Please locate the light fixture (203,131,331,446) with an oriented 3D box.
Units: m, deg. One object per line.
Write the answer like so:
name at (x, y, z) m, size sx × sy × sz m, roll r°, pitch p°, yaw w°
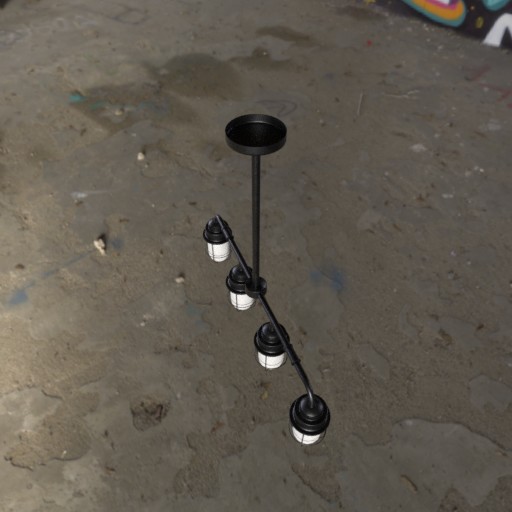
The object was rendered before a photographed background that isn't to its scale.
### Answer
light fixture at (0.000, 0.000, 1.225) m, size 0.131 × 0.785 × 0.852 m, roll -17°, pitch 49°, yaw -15°
